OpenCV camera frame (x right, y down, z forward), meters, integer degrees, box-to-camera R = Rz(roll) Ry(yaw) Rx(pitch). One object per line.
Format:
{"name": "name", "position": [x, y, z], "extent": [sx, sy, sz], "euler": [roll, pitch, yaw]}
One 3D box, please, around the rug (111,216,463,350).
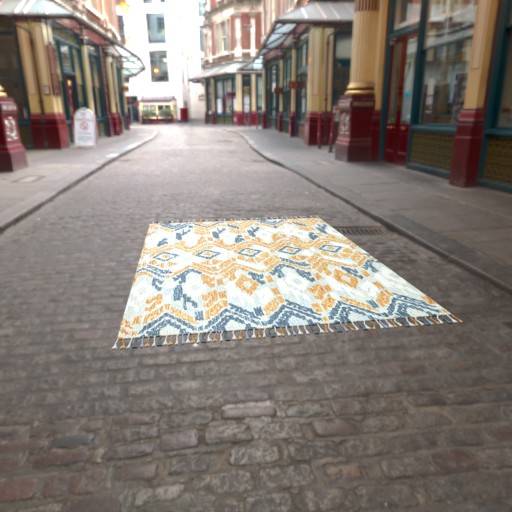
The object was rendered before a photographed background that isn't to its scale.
{"name": "rug", "position": [0.000, 0.000, 2.361], "extent": [1.230, 0.008, 1.827], "euler": [-3, 18, -9]}
